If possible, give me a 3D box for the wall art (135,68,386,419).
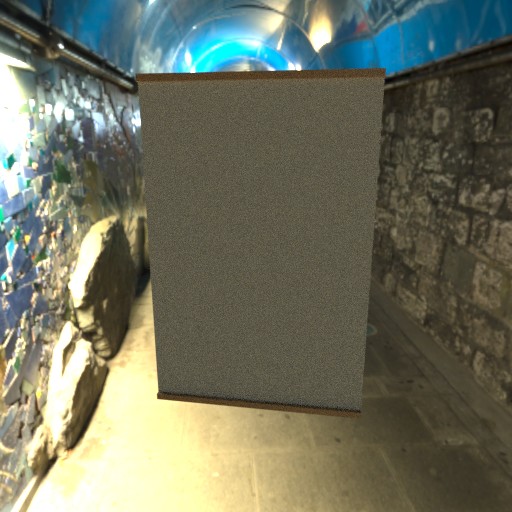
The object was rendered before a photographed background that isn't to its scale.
[{"bbox_3d":[0.000,0.000,1.317,0.669,1.020,0.027,2,15,9],"label":"wall art"}]
